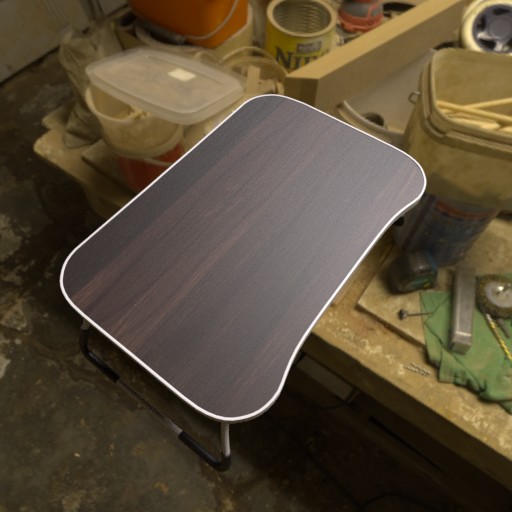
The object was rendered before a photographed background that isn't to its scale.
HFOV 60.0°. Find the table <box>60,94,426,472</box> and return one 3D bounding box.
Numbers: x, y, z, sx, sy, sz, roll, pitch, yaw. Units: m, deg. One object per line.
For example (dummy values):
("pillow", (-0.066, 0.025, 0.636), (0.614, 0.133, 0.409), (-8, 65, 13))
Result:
("table", (0.000, 0.000, 0.851), (0.400, 0.232, 0.660), (33, 64, 19))
